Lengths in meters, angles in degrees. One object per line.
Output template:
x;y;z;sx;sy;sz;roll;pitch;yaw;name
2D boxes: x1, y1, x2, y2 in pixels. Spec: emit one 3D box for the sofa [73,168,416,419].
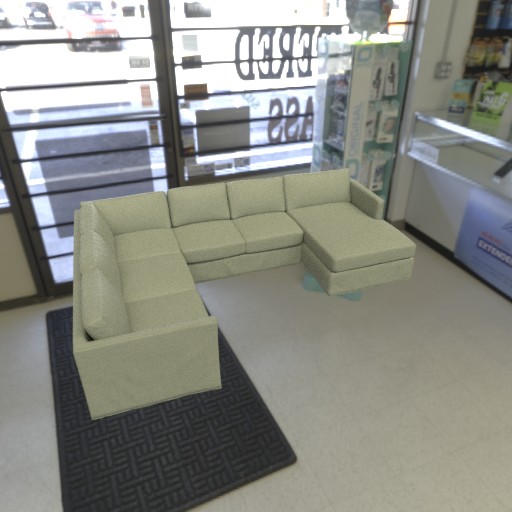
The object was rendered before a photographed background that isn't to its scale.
0.000;0.000;4.569;3.460;0.882;2.427;-10;32;-17;sofa
